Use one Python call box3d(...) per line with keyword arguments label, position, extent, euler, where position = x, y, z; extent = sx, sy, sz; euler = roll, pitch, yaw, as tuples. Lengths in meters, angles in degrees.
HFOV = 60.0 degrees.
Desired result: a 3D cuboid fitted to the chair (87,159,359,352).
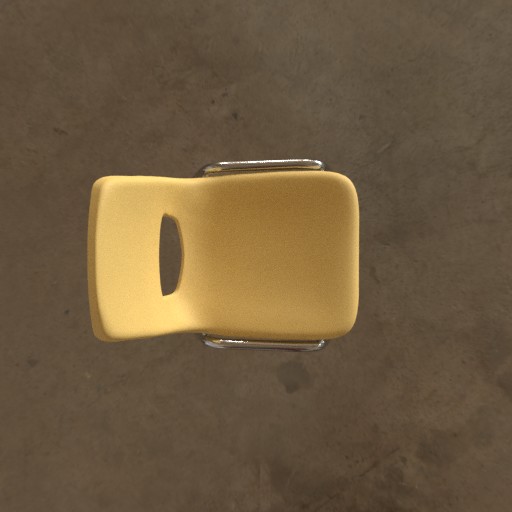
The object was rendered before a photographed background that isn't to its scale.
box3d(label="chair", position=(0.000, 0.000, 0.779), extent=(0.385, 0.536, 0.354), euler=(0, 91, 1))
